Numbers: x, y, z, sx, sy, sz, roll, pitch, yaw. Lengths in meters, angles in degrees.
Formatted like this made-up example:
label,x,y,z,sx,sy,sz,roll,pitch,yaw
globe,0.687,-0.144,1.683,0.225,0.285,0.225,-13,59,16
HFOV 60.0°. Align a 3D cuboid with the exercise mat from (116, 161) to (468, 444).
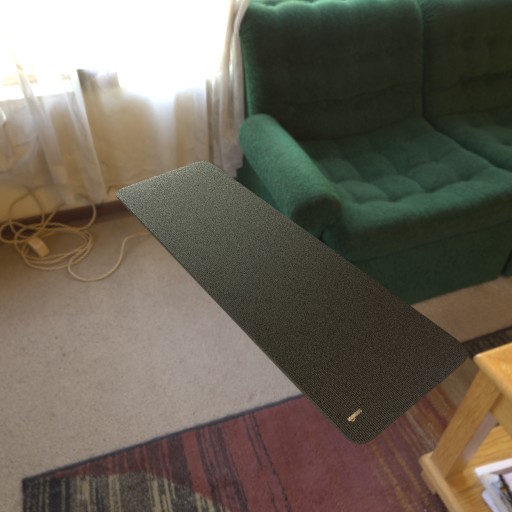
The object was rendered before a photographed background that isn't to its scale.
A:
label,x,y,z,sx,sy,sz,roll,pitch,yaw
exercise mat,0.000,0.000,2.072,0.616,0.021,1.869,-26,47,-27
